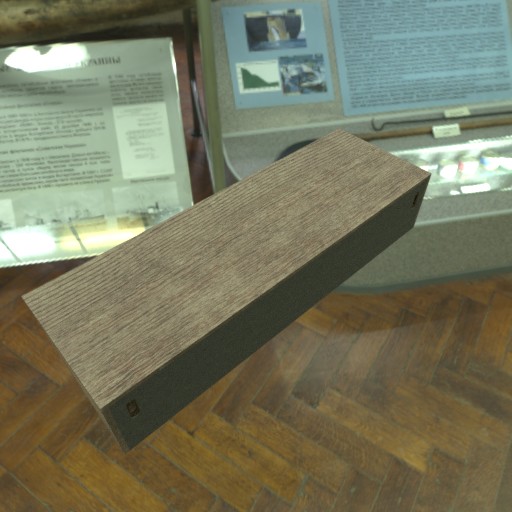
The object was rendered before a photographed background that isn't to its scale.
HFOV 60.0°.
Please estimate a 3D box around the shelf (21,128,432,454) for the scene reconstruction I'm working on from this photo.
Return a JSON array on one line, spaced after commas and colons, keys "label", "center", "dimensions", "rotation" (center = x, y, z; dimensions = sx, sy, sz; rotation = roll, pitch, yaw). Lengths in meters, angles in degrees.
[{"label": "shelf", "center": [0.000, 0.000, 0.689], "dimensions": [0.610, 0.125, 0.200], "rotation": [-33, 54, -28]}]
